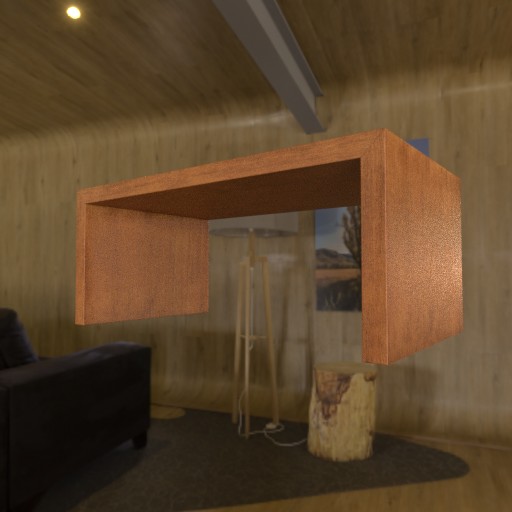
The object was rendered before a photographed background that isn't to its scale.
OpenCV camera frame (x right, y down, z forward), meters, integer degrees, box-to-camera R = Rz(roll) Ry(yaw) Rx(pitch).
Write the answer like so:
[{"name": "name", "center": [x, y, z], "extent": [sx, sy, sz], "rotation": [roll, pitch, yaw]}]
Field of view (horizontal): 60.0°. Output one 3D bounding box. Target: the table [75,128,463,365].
[{"name": "table", "center": [0.000, 0.000, 1.300], "extent": [1.000, 0.419, 0.549], "rotation": [-2, -3, 37]}]
